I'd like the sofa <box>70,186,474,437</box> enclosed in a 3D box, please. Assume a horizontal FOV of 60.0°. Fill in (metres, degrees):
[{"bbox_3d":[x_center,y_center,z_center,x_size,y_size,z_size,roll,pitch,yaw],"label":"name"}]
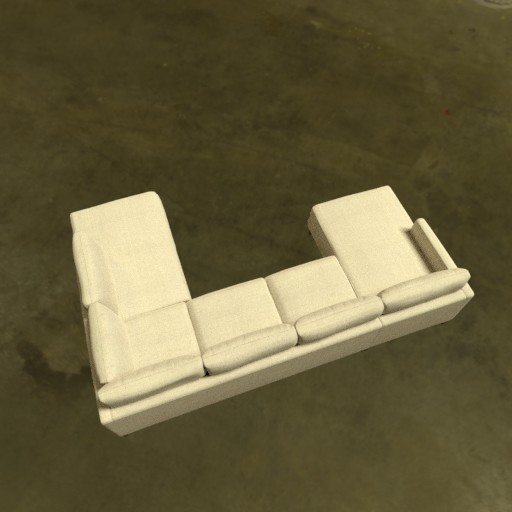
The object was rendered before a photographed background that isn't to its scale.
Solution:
[{"bbox_3d":[0.000,0.000,3.560,2.737,0.756,1.879,-17,60,-10],"label":"sofa"}]
